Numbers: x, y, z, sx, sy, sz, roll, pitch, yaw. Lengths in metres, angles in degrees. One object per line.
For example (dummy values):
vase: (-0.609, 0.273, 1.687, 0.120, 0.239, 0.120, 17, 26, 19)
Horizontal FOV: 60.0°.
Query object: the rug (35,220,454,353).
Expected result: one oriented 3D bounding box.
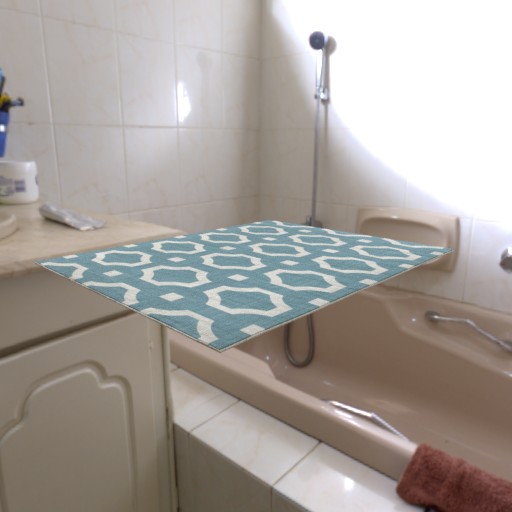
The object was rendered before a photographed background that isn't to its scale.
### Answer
rug: (0.000, 0.000, 4.121, 2.466, 0.021, 3.049, 14, 20, 43)
